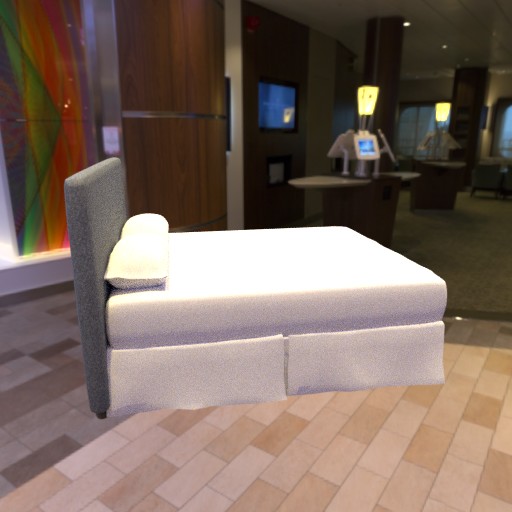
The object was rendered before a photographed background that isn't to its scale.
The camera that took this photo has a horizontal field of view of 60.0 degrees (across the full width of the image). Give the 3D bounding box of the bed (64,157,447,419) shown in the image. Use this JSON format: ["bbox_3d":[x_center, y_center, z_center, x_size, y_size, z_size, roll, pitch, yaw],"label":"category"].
[{"bbox_3d":[0.000,0.000,3.176,2.142,1.330,1.723,-3,16,-10],"label":"bed"}]
